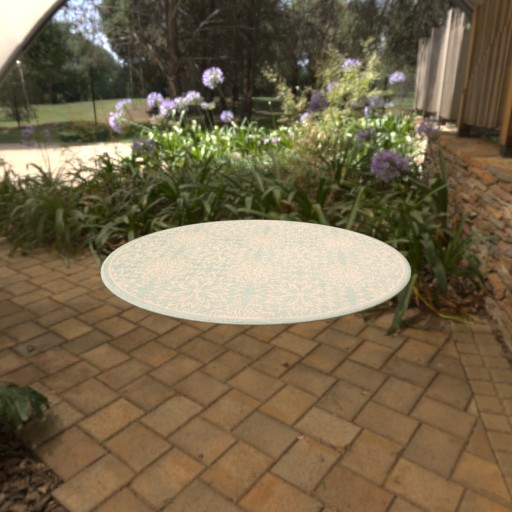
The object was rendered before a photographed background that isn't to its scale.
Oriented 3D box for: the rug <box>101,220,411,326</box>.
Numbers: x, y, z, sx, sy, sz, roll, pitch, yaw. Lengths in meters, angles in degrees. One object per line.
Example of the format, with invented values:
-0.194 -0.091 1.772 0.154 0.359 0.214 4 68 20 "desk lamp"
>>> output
0.000 0.000 2.395 1.593 0.012 1.593 0 19 0 "rug"
